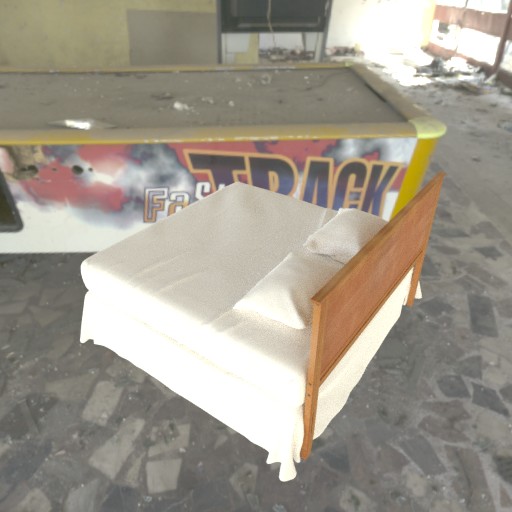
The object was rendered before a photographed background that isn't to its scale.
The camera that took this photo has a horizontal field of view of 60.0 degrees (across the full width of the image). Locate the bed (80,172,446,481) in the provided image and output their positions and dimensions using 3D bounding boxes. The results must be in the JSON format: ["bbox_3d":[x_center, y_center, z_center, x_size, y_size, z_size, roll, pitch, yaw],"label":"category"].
[{"bbox_3d":[0.000,0.000,3.607,2.215,1.270,2.317,21,38,30],"label":"bed"}]
